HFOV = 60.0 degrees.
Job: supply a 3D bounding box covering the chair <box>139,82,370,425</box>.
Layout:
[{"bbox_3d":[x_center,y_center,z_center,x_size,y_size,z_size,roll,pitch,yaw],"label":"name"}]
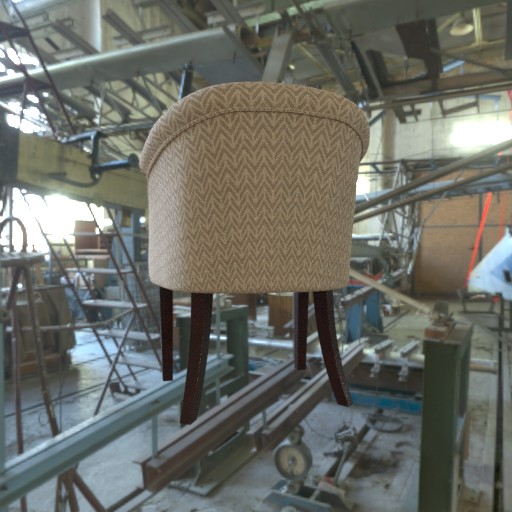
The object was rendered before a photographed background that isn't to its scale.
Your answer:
[{"bbox_3d":[0.000,0.000,1.354,0.686,0.858,0.613,0,1,-16],"label":"chair"}]
